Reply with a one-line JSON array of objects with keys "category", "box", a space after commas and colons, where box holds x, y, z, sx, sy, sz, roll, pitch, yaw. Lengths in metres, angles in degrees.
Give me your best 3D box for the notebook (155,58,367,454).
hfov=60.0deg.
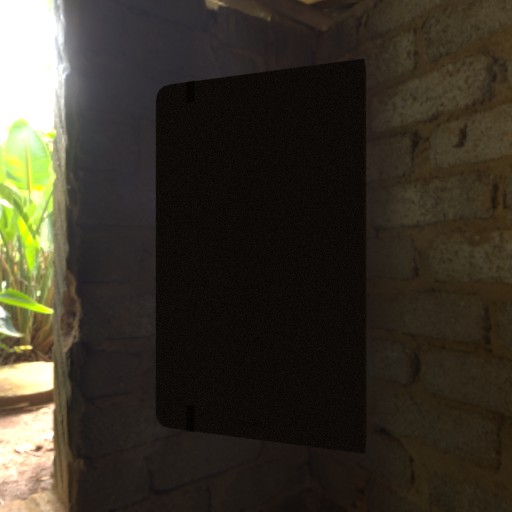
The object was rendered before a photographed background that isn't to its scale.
[{"category": "notebook", "box": [0.000, 0.000, 0.264, 0.127, 0.213, 0.016, 0, 0, 18]}]
